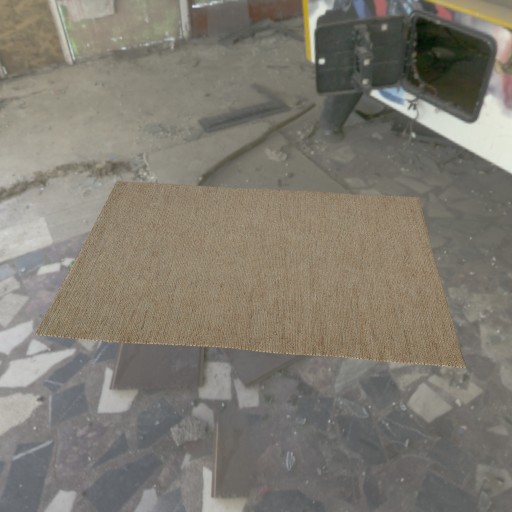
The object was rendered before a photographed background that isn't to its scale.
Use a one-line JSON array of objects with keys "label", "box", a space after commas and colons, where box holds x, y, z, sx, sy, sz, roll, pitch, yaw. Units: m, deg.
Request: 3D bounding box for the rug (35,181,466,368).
[{"label": "rug", "box": [0.000, 0.000, 3.028, 2.439, 0.011, 1.533, 4, 45, 4]}]
